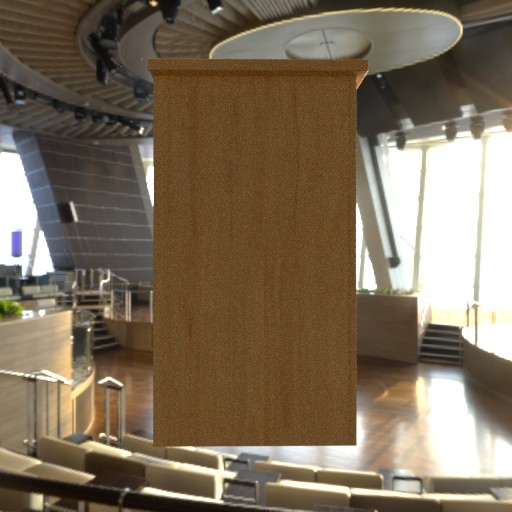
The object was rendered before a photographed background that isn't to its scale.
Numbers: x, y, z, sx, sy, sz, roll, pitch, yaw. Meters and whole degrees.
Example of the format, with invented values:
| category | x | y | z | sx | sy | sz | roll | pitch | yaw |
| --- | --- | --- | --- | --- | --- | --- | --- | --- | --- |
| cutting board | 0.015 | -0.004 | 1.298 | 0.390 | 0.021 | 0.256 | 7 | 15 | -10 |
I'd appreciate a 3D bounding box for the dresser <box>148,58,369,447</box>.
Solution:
| category | x | y | z | sx | sy | sz | roll | pitch | yaw |
| --- | --- | --- | --- | --- | --- | --- | --- | --- | --- |
| dresser | 0.000 | 0.000 | 1.221 | 0.410 | 0.730 | 0.800 | 0 | 0 | -1 |
